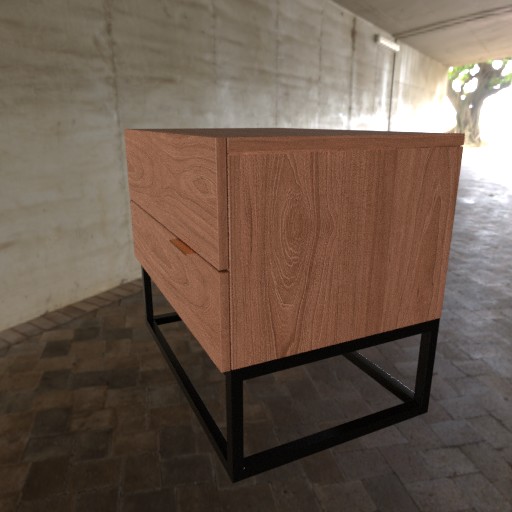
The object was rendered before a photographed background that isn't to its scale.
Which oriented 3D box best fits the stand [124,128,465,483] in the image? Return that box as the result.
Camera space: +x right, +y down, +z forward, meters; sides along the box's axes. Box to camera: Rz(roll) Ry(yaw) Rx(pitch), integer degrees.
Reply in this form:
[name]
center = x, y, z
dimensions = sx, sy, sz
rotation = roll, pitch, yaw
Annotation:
[stand]
center = 0.000, 0.000, 0.919
dimensions = 0.420, 0.500, 0.600
rotation = -8, 19, -24
